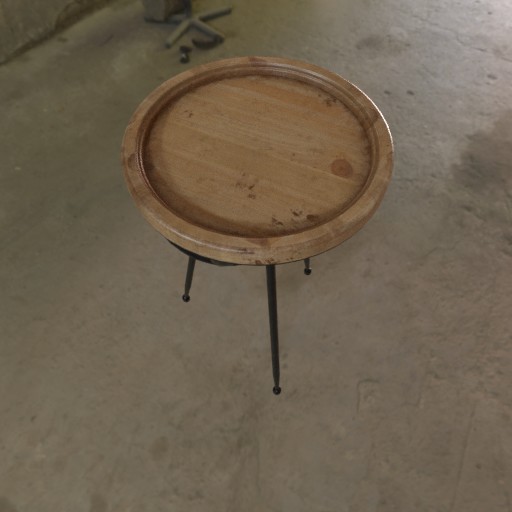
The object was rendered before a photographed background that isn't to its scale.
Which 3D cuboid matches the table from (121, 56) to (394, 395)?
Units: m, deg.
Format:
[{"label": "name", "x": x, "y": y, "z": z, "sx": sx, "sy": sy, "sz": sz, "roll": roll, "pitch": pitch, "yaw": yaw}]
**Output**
[{"label": "table", "x": 0.000, "y": 0.000, "z": 0.947, "sx": 0.414, "sy": 0.664, "sz": 0.418, "roll": -1, "pitch": 58, "yaw": -1}]
